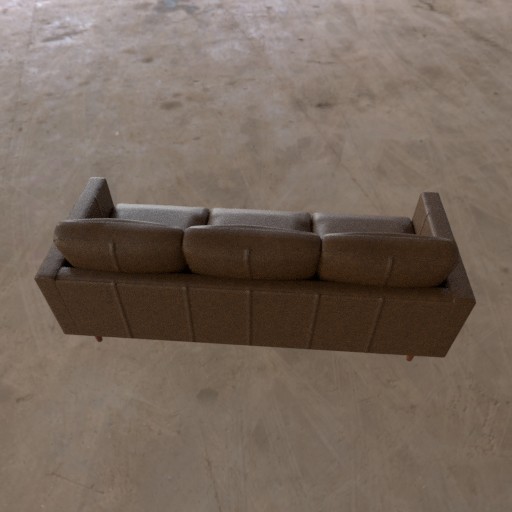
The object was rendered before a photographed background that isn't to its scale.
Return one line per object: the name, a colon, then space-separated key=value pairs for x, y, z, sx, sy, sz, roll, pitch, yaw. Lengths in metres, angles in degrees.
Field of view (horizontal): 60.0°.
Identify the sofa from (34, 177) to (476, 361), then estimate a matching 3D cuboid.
sofa: x=0.000 y=0.000 z=2.688 sx=2.231 sy=0.930 sz=0.903 roll=3 pitch=46 yaw=3
